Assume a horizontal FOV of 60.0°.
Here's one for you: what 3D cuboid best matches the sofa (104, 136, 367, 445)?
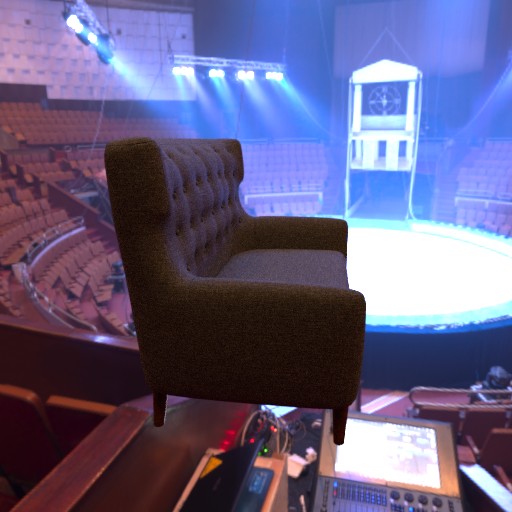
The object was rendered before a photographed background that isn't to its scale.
[{"bbox_3d":[0.000,0.000,1.993,0.874,1.028,1.358,2,15,9],"label":"sofa"}]
